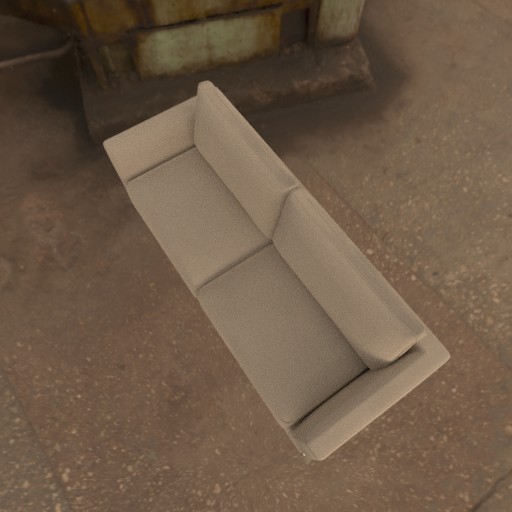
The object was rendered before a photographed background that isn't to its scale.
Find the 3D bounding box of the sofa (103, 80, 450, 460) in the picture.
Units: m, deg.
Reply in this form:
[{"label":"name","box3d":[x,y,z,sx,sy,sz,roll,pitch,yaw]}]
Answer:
[{"label":"sofa","box3d":[0.000,0.000,2.699,0.868,1.005,2.214,-32,68,-14]}]
